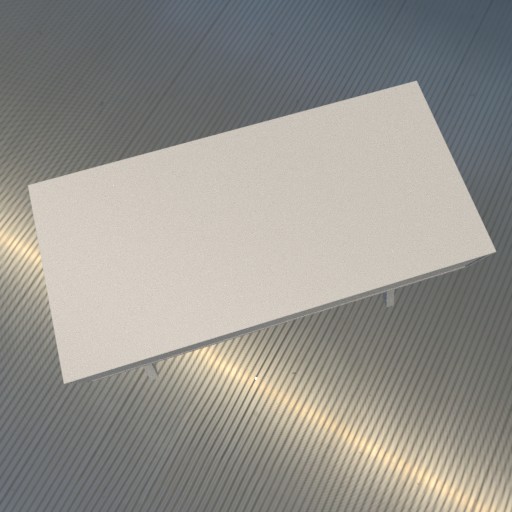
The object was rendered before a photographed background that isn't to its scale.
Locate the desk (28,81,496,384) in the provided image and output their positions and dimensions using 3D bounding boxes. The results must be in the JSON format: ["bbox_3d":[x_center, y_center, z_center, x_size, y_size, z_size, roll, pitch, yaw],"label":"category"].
[{"bbox_3d":[0.000,0.000,1.474,1.057,0.780,0.525,-16,75,-4],"label":"desk"}]
